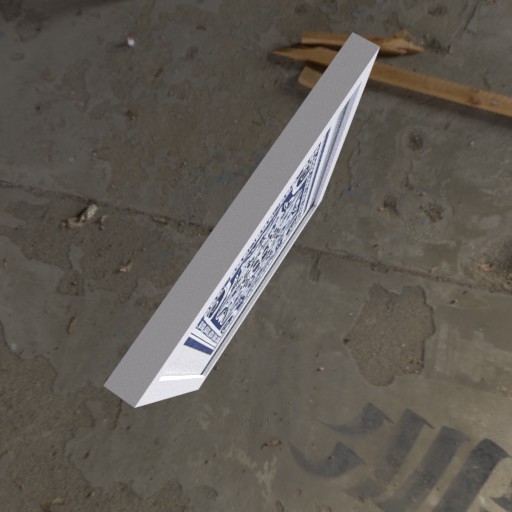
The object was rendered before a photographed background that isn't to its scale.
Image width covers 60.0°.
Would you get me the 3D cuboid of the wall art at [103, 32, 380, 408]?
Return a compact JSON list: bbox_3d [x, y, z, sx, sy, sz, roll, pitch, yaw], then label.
[{"bbox_3d":[0.000,0.000,0.521,0.027,0.355,0.355,32,78,8],"label":"wall art"}]
